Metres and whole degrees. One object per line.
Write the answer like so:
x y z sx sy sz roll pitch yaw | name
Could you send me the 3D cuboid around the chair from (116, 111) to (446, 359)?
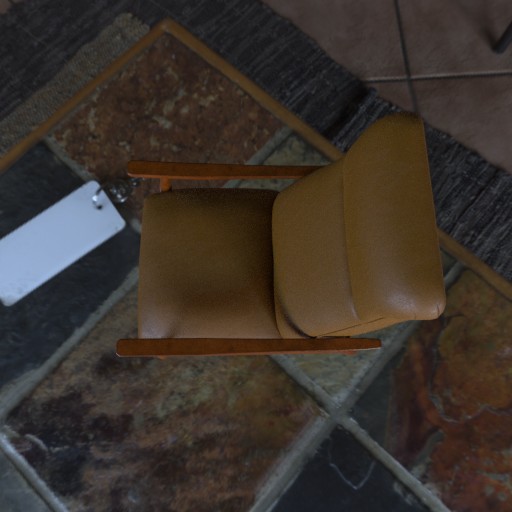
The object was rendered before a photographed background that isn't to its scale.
0.000 0.000 1.753 1.014 1.082 0.762 -1 75 0 | chair
